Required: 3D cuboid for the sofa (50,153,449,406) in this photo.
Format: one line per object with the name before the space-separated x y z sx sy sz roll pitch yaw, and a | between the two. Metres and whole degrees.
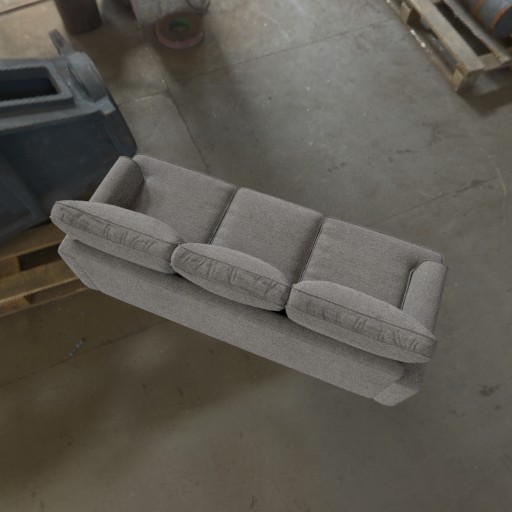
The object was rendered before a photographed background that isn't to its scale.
sofa | 0.000 0.000 2.679 2.158 0.965 0.951 20 65 10
